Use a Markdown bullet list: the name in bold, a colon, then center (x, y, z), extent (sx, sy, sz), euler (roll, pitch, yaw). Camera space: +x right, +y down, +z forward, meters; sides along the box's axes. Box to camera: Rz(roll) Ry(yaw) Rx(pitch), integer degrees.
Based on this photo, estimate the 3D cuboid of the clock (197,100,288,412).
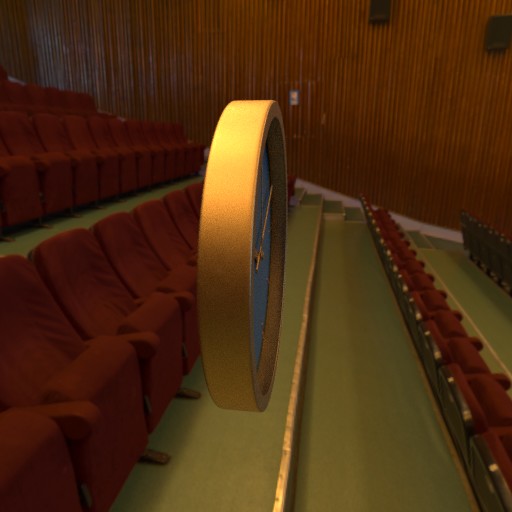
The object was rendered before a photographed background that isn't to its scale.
- **clock**: center (0.000, 0.000, 0.474), extent (0.040, 0.314, 0.314), euler (2, 15, 8)
